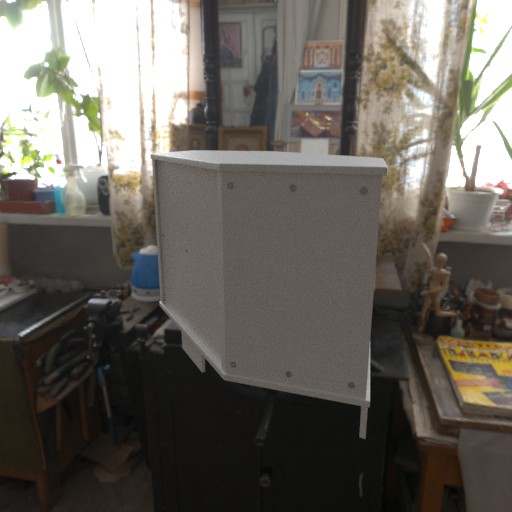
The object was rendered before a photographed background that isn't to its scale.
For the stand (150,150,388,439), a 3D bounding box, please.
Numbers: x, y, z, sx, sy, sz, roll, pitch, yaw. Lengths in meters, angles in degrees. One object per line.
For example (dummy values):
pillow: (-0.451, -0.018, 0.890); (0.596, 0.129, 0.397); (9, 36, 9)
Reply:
stand: (0.000, 0.000, 1.389); (0.477, 0.614, 1.072); (-8, 17, -27)
